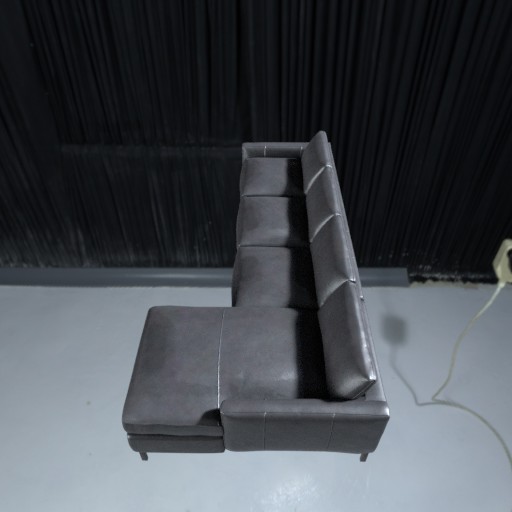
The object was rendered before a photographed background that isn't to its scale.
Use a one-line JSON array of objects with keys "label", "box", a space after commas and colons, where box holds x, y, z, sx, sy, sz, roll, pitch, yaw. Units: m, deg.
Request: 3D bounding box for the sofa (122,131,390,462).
[{"label": "sofa", "box": [0.000, 0.000, 3.573, 1.471, 0.859, 2.993, 1, 42, 1]}]
